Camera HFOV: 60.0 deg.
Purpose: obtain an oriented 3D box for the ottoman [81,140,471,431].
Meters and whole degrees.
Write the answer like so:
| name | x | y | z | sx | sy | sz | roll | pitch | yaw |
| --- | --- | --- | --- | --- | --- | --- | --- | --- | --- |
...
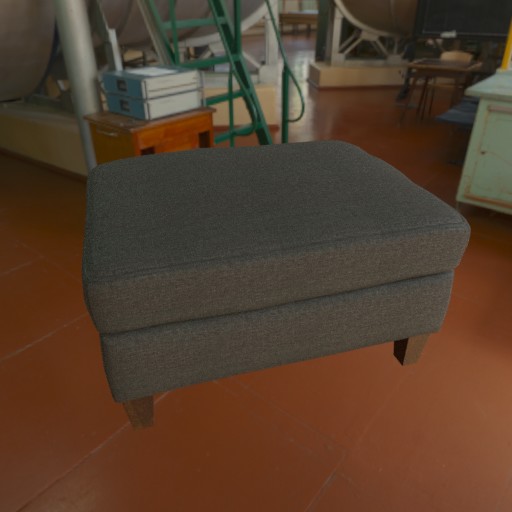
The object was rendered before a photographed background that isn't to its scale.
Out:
| name | x | y | z | sx | sy | sz | roll | pitch | yaw |
| --- | --- | --- | --- | --- | --- | --- | --- | --- | --- |
| ottoman | 0.000 | 0.000 | 1.208 | 0.826 | 0.496 | 0.639 | -9 | 32 | -14 |
